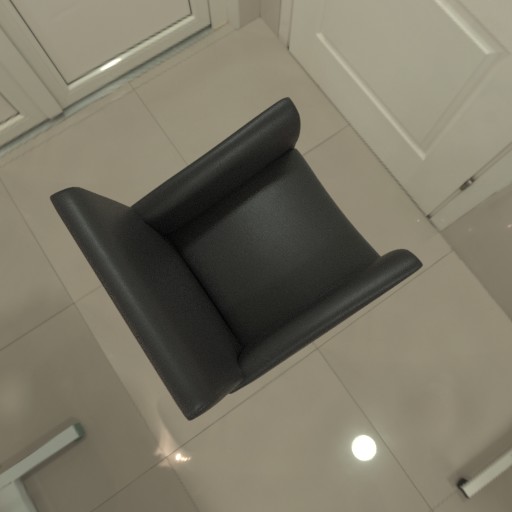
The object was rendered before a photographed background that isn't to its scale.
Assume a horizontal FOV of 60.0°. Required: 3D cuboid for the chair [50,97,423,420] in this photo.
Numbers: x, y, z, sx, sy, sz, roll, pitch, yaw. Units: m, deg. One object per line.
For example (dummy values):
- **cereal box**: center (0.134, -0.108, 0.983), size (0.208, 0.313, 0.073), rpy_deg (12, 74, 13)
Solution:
- **chair**: center (0.000, 0.000, 1.491), size (0.772, 0.951, 0.683), rpy_deg (-34, 79, -8)
